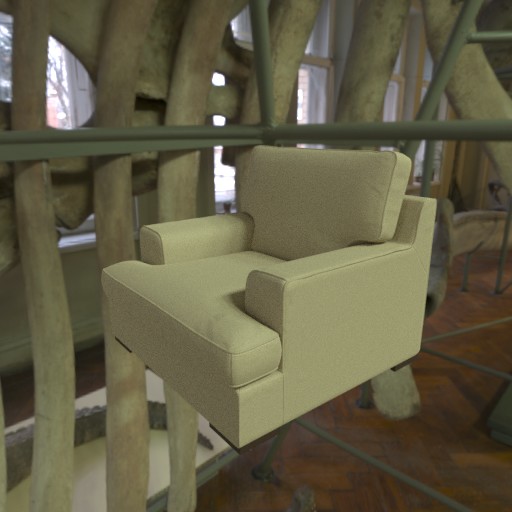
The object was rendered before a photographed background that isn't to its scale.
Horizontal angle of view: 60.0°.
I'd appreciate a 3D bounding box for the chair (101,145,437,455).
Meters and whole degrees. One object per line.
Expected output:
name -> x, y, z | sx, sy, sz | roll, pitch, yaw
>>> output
chair -> 0.000, 0.000, 2.135 | 1.293, 1.005, 1.274 | 15, 21, 42
